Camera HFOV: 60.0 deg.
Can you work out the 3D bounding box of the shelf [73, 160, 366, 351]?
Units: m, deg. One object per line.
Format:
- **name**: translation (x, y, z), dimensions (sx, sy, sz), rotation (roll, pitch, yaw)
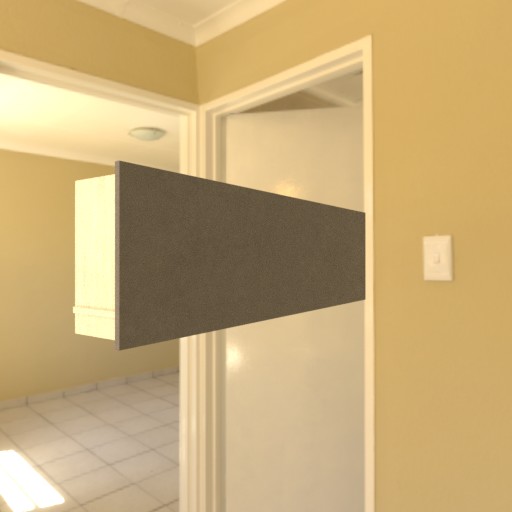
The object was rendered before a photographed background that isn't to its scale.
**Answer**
- **shelf**: translation (0.000, 0.000, 1.171), dimensions (0.200, 0.300, 1.020), rotation (0, 0, 36)
